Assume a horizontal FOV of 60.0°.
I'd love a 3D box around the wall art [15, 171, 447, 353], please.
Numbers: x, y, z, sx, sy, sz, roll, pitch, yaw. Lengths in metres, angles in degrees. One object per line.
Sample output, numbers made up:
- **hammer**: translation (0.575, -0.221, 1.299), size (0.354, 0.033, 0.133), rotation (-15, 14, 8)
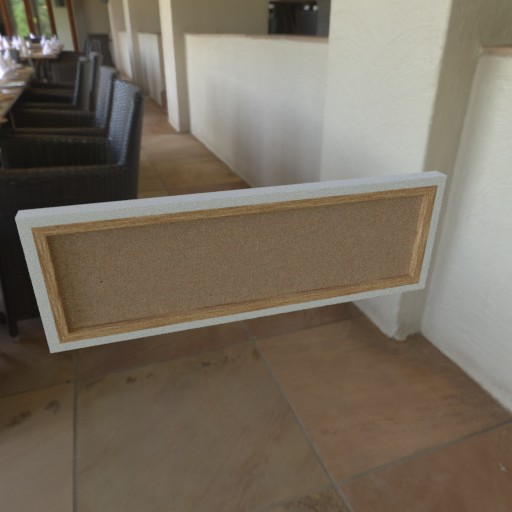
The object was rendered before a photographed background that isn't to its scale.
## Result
- **wall art**: translation (0.000, 0.000, 0.833), size (0.763, 0.255, 0.038), rotation (-8, 28, -15)
